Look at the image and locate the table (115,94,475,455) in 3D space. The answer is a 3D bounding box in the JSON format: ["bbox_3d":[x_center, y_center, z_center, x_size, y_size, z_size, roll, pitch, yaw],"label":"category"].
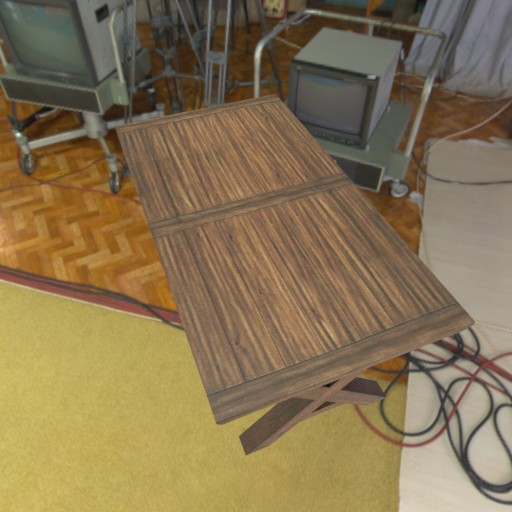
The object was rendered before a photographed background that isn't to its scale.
[{"bbox_3d":[0.000,0.000,2.515,1.071,0.793,1.966,-16,50,-15],"label":"table"}]
